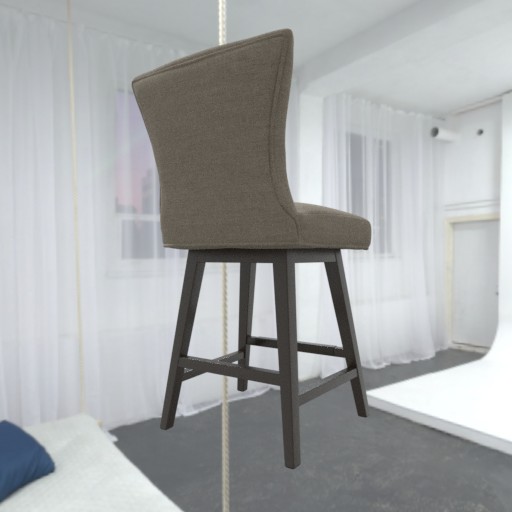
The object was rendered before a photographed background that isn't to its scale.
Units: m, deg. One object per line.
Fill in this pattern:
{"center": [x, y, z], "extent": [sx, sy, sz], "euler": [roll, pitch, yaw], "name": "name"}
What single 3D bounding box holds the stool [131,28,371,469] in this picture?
{"center": [0.000, 0.000, 1.297], "extent": [0.514, 1.000, 0.574], "euler": [0, 0, 34], "name": "stool"}
